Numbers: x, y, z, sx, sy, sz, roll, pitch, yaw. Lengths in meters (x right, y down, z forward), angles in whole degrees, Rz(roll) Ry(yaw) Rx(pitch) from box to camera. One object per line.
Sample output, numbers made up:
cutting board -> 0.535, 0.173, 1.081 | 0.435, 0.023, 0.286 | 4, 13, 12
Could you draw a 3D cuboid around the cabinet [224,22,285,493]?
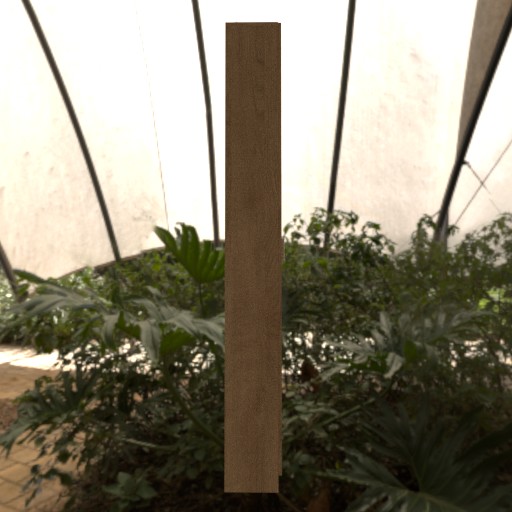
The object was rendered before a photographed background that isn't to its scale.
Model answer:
cabinet -> 0.000, 0.000, 1.936 | 0.230, 1.790, 0.500 | 0, -1, 1
